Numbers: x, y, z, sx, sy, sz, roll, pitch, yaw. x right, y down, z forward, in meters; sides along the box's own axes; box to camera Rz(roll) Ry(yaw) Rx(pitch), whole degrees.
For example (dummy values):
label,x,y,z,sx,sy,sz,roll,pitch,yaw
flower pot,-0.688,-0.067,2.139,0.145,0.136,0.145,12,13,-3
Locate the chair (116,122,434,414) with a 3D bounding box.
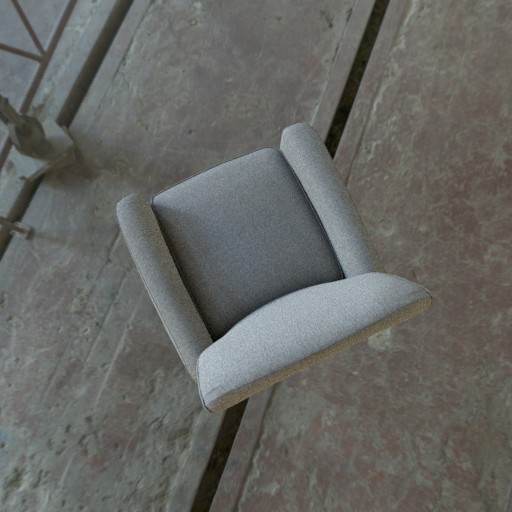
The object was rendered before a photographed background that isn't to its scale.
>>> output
label,x,y,z,sx,sy,sz,roll,pitch,yaw
chair,0.000,0.000,1.695,0.848,1.014,0.864,-25,78,-6
